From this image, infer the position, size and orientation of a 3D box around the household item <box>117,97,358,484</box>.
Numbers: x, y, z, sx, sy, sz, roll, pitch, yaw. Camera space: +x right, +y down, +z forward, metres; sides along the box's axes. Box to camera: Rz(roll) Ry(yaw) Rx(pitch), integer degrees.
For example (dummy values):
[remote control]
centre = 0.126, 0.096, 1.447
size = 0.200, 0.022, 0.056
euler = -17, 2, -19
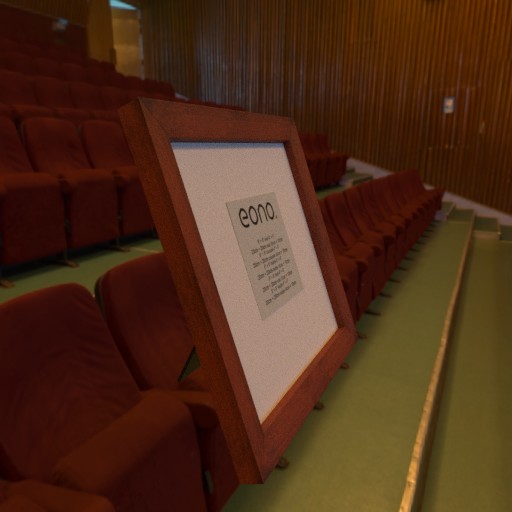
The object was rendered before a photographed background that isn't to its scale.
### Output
[household item]
centre = 0.000, 0.000, 0.383
size = 0.131, 0.240, 0.240
euler = 7, 16, 26
